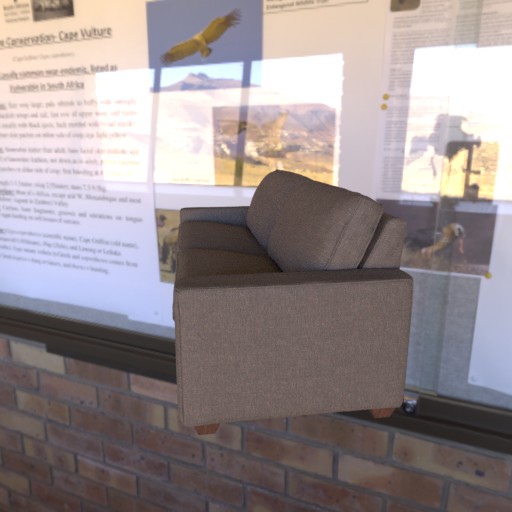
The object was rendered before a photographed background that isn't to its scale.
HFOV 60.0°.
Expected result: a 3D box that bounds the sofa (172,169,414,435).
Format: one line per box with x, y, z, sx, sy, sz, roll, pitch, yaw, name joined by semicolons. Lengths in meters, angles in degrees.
0.000;0.000;2.610;0.940;0.919;2.080;-2;14;-9;sofa
